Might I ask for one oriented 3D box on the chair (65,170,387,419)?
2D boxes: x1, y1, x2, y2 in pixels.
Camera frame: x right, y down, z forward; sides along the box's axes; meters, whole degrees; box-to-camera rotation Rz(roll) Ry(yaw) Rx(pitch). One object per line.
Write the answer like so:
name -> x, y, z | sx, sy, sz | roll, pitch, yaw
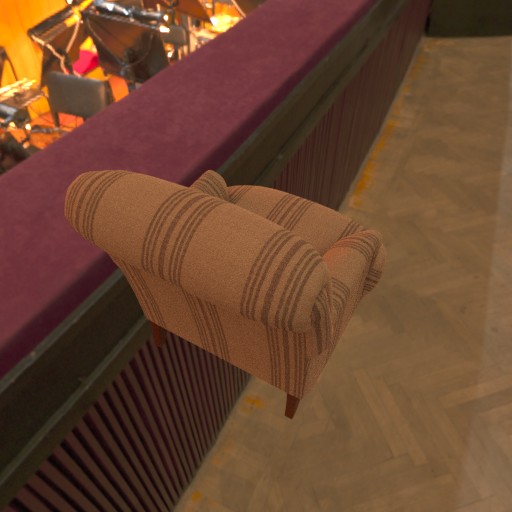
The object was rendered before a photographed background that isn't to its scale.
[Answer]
chair -> 0.000, 0.000, 1.611 | 0.813, 0.940, 0.914 | 23, 50, 20
